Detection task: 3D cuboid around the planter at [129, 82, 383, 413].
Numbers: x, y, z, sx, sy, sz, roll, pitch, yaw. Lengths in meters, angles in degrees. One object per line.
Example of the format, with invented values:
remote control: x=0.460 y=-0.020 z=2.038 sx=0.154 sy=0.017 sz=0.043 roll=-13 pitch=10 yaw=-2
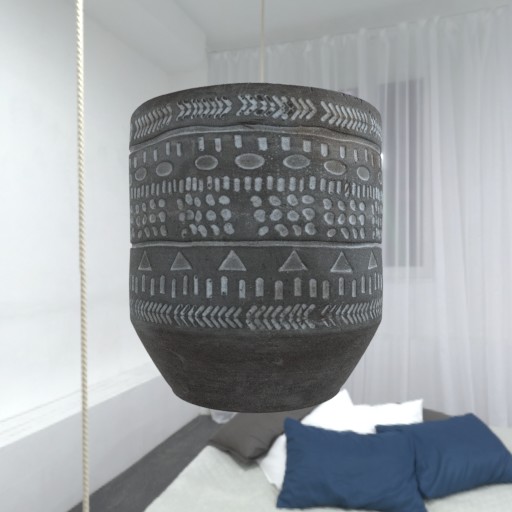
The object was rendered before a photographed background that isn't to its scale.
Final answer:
planter: x=0.000 y=0.000 z=0.258 sx=0.142 sy=0.149 sz=0.142 roll=0 pitch=0 yaw=0
